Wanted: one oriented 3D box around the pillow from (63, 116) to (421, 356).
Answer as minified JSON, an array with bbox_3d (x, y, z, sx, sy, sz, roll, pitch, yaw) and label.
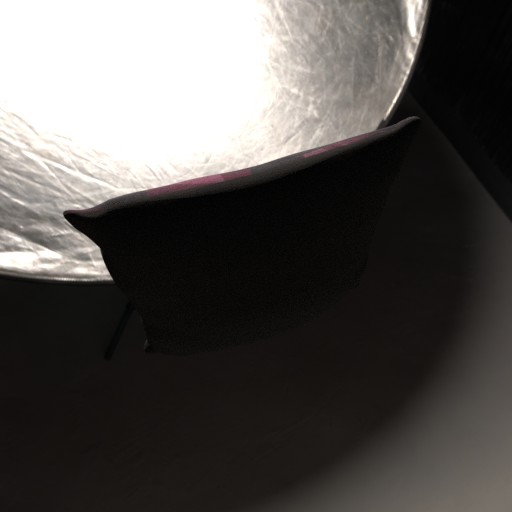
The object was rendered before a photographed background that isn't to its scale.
[{"bbox_3d":[0.000,0.000,0.783,0.503,0.496,0.208,-16,59,-10],"label":"pillow"}]
